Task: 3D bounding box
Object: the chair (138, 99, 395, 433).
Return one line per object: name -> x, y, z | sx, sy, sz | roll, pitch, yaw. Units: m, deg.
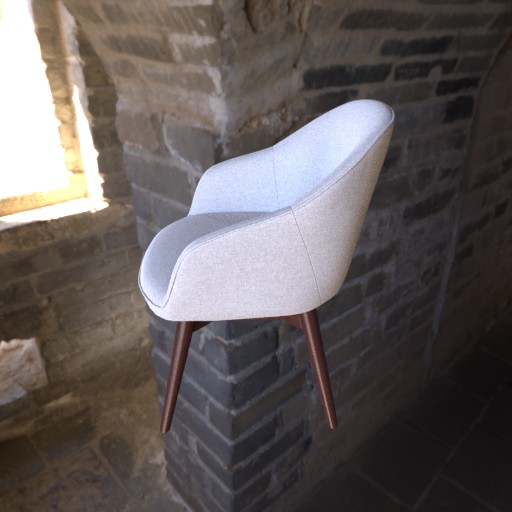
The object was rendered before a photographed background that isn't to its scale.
chair -> 0.000, 0.000, 1.247 | 0.635, 0.823, 0.596 | -1, 27, -2
